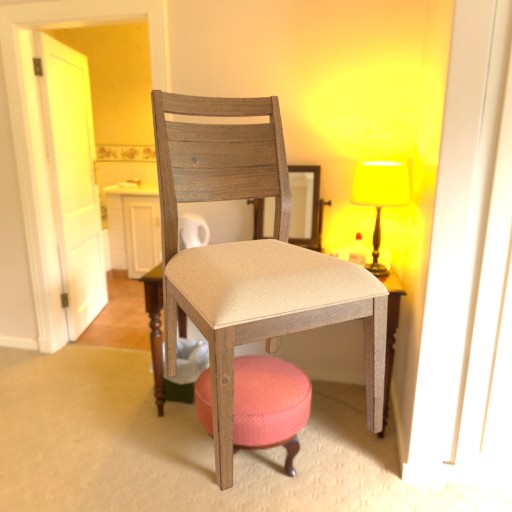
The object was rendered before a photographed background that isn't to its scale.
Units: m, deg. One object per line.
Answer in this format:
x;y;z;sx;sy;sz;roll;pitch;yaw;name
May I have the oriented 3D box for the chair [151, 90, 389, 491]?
0.000;0.000;1.290;0.497;0.939;0.610;-7;16;-26;chair
